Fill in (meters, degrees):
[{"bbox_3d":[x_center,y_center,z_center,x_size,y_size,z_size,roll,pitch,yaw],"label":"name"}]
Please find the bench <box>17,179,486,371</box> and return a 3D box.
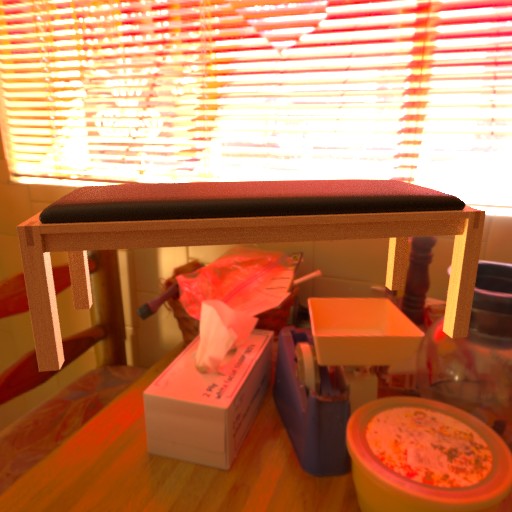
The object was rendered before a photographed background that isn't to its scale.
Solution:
[{"bbox_3d":[0.000,0.000,1.379,1.202,0.430,0.450,-3,17,-9],"label":"bench"}]
